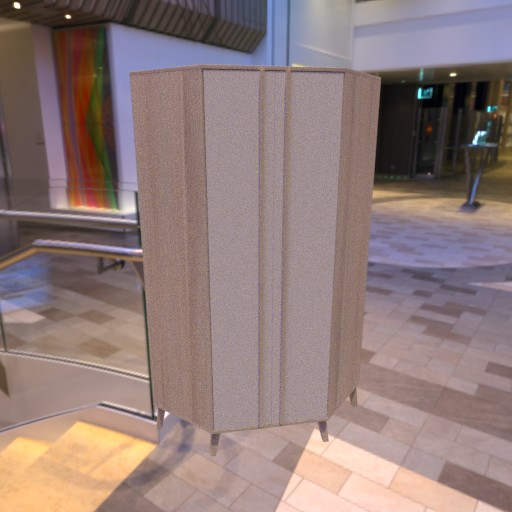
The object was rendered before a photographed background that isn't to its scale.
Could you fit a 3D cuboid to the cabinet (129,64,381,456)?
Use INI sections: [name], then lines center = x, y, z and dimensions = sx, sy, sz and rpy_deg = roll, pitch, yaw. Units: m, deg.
[cabinet]
center = 0.000, 0.000, 2.615
dimensions = 1.272, 1.957, 0.969
rpy_deg = -3, 16, -10
